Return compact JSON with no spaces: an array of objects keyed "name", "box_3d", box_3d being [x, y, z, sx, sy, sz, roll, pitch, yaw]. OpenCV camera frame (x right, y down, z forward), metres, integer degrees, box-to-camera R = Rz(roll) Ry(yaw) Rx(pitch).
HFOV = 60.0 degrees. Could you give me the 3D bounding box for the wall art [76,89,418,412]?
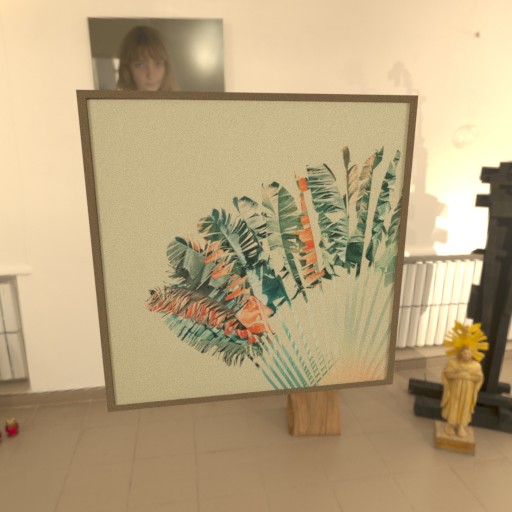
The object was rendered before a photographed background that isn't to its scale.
[{"name":"wall art","box_3d":[0.000,0.000,0.734,0.508,0.506,0.038,-3,15,-9]}]
